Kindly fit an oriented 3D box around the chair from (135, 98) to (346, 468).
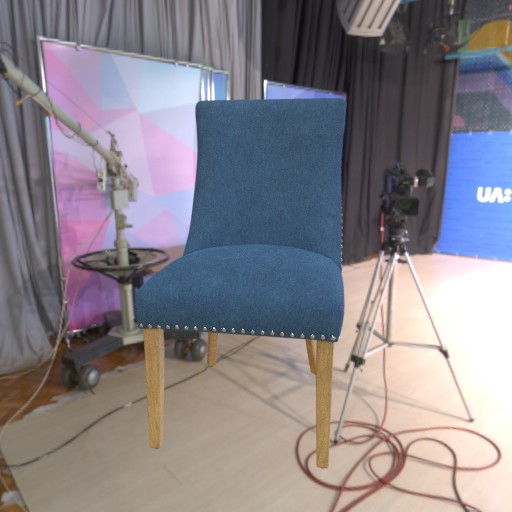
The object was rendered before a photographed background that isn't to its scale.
[{"bbox_3d":[0.000,0.000,1.267,0.495,0.902,0.610,2,14,10],"label":"chair"}]
